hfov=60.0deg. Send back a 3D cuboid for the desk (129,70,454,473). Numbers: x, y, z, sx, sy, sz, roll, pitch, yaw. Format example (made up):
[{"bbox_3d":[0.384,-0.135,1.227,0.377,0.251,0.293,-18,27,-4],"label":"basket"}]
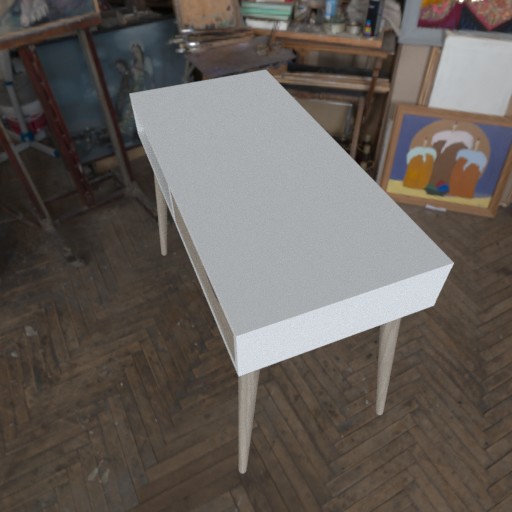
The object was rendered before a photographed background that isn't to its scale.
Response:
[{"bbox_3d":[0.000,0.000,1.411,0.491,0.723,0.979,-16,48,-15],"label":"desk"}]
